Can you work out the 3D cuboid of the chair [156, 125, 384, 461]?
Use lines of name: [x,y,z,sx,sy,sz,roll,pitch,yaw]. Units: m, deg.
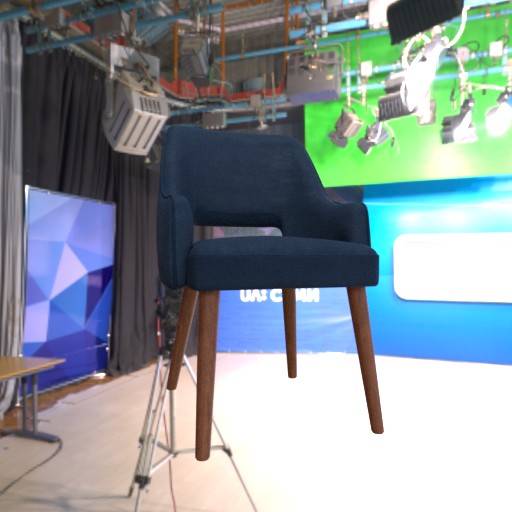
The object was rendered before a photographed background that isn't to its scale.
chair: [0.000,0.000,1.258,0.559,0.844,0.591,0,0,-19]
